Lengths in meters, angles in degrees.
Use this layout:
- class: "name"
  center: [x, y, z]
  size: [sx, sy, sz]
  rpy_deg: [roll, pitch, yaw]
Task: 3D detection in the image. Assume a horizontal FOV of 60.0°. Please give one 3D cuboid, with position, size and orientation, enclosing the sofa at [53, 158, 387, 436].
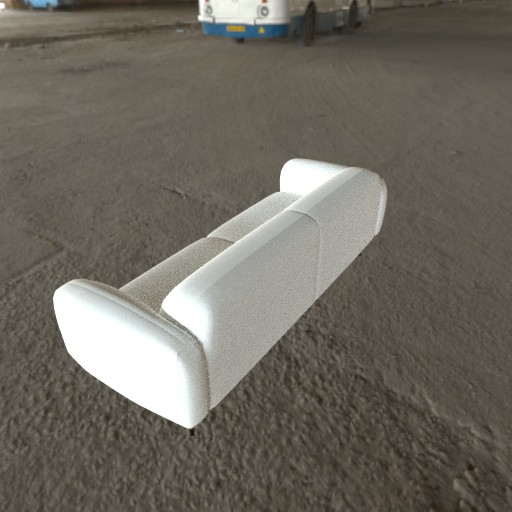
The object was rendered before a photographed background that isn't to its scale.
- class: "sofa"
  center: [0.000, 0.000, 2.749]
  size: [0.870, 0.780, 2.280]
  rpy_deg: [20, 37, 29]
